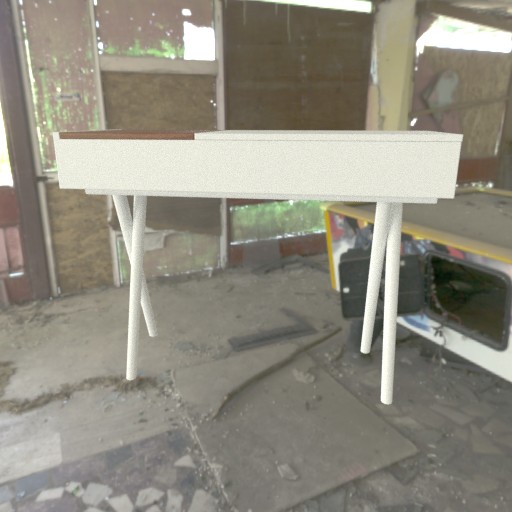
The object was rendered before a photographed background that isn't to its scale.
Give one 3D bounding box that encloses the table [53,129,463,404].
[{"bbox_3d":[0.000,0.000,1.447,1.066,0.785,0.418,3,17,9],"label":"table"}]
